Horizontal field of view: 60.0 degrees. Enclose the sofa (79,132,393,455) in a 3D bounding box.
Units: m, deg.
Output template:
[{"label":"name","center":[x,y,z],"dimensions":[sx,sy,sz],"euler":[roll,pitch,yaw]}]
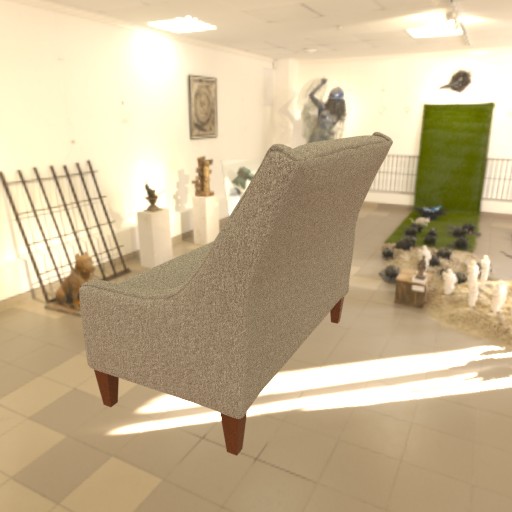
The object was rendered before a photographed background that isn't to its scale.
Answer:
[{"label":"sofa","center":[0.000,0.000,1.939],"dimensions":[0.862,1.026,1.242],"euler":[9,19,26]}]
